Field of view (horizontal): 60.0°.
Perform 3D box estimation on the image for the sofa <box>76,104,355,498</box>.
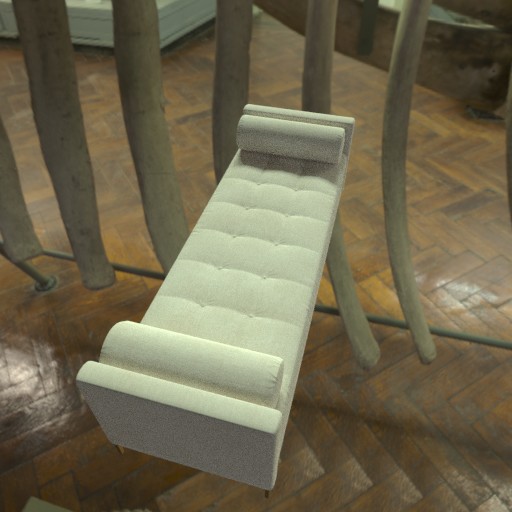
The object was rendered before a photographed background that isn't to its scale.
[{"bbox_3d":[0.000,0.000,2.251,0.686,0.635,1.981,11,46,11],"label":"sofa"}]
